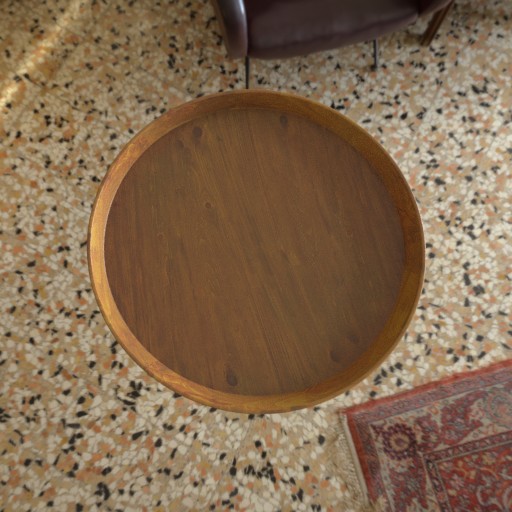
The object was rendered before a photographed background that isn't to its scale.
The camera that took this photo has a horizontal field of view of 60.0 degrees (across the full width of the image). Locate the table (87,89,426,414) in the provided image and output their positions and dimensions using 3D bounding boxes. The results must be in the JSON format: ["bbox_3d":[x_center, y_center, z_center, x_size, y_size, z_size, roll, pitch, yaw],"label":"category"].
[{"bbox_3d":[0.000,0.000,1.547,1.016,0.470,1.016,0,76,0],"label":"table"}]
